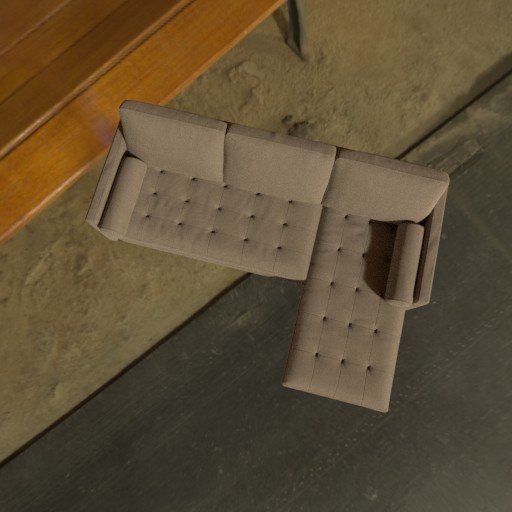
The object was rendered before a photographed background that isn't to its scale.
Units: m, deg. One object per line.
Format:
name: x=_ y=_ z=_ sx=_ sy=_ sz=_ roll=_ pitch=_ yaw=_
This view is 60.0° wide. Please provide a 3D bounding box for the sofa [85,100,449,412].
sofa: x=0.000 y=0.000 z=2.876 sx=2.178 sy=0.875 sz=1.506 roll=14 pitch=78 yaw=3
